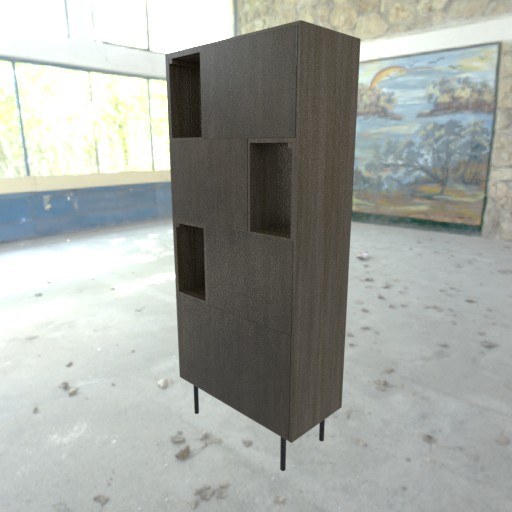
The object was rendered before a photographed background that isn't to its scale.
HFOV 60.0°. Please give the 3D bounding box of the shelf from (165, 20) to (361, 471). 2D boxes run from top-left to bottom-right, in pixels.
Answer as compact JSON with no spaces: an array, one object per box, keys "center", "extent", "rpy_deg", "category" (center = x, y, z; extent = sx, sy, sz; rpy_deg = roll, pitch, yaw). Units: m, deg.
[{"center":[0.000,0.000,1.776],"extent":[0.670,1.545,0.323],"rpy_deg":[13,19,43],"category":"shelf"}]
